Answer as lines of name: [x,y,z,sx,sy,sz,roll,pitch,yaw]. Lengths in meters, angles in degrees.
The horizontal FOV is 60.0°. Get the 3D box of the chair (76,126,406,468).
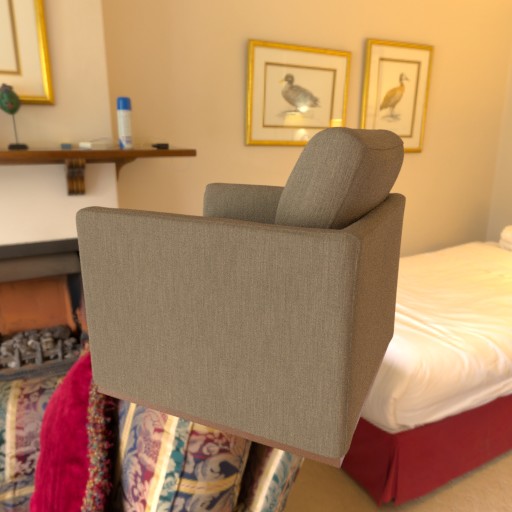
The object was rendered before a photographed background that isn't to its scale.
chair: [0.000,0.000,1.464,0.834,0.811,0.763,7,17,24]
